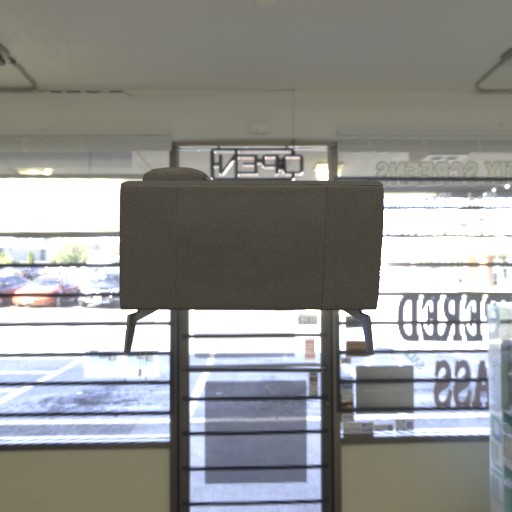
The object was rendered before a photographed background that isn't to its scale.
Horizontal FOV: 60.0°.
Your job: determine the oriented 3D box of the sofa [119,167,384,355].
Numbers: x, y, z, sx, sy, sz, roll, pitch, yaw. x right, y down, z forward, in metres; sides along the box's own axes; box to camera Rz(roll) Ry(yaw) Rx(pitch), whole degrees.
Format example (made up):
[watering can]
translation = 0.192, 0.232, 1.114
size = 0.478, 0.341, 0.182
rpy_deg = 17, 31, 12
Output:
[sofa]
translation = 0.000, 0.000, 2.842
size = 1.048, 0.814, 2.330
rpy_deg = 0, -1, 1
